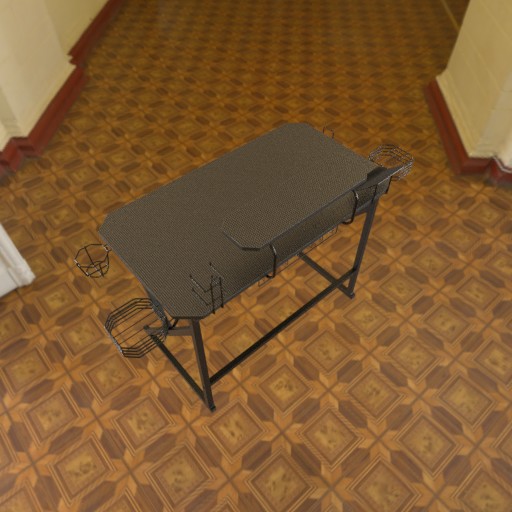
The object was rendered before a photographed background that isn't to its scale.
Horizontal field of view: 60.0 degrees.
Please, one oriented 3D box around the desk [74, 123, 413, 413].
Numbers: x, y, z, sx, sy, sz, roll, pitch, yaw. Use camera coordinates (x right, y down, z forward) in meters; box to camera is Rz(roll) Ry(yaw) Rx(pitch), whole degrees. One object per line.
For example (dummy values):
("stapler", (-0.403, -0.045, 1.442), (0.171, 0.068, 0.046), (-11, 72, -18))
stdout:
("desk", (0.000, 0.000, 1.762), (1.290, 0.880, 0.580), (-33, 57, -25))
